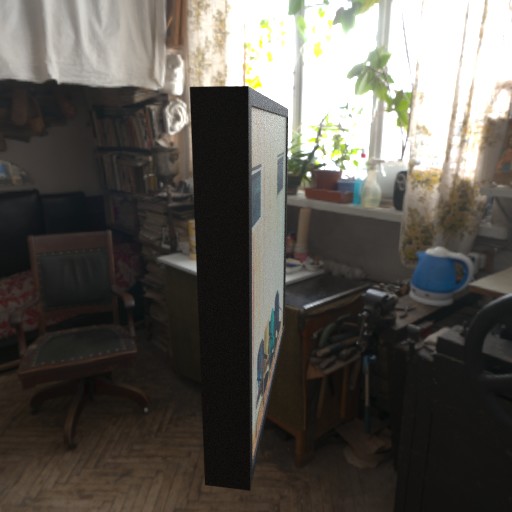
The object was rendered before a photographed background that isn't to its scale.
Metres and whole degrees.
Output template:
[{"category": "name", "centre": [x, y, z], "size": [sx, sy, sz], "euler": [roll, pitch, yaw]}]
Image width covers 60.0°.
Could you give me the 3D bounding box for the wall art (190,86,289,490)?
[{"category": "wall art", "centre": [0.000, 0.000, 0.460], "size": [0.038, 0.304, 0.304], "euler": [2, 16, 8]}]
